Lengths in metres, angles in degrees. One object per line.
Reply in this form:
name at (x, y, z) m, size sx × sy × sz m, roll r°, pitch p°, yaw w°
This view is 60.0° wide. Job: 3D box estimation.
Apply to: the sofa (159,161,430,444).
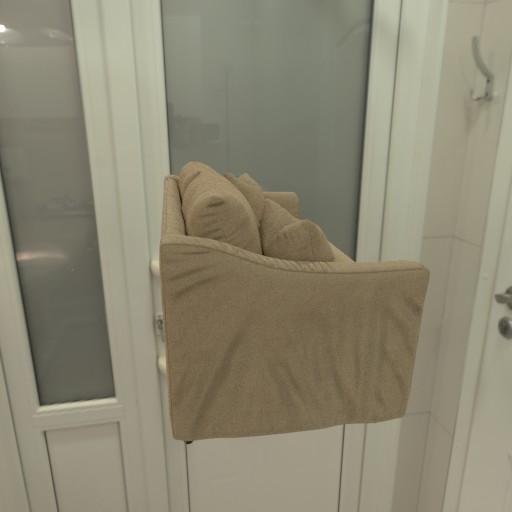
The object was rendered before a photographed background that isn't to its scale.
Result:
sofa at (0.000, 0.000, 2.635) m, size 1.072 × 1.018 × 2.010 m, roll -3°, pitch 17°, yaw -10°
